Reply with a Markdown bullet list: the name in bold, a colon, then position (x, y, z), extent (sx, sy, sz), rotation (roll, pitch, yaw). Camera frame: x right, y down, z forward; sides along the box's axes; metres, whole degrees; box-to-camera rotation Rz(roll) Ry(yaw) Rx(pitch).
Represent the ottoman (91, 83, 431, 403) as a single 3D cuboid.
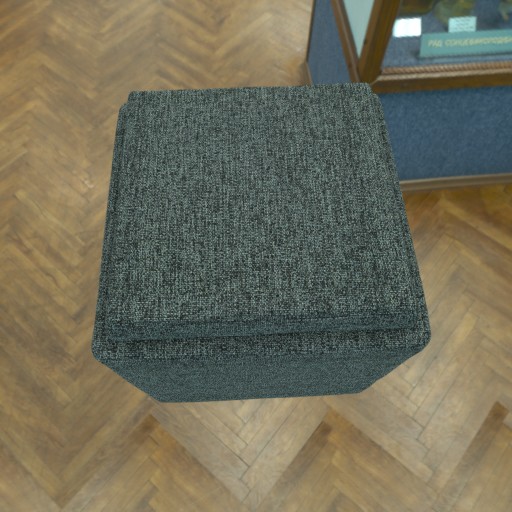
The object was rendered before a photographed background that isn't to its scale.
- **ottoman**: position (0.000, 0.000, 0.814), extent (0.450, 0.463, 0.450), rotation (-2, 65, -1)
